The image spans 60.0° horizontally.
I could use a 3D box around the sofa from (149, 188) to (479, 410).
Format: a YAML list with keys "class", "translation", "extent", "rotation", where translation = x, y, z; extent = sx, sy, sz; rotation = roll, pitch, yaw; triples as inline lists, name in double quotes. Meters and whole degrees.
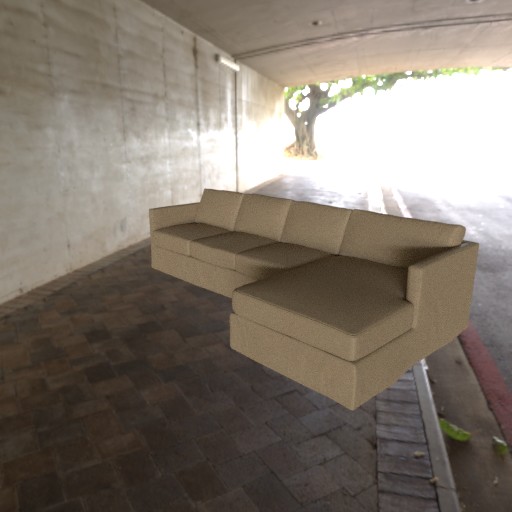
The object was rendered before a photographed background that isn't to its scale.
- class: "sofa"
  translation: [0.000, 0.000, 3.917]
  extent: [1.622, 0.871, 3.206]
  rotation: [-14, 21, -42]
